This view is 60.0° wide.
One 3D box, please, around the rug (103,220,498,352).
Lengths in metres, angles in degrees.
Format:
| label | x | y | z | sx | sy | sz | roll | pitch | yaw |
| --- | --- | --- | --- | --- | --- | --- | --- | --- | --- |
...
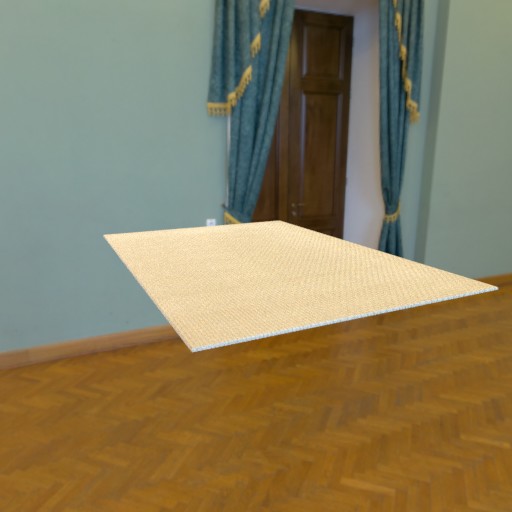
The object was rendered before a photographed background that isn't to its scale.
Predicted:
| label | x | y | z | sx | sy | sz | roll | pitch | yaw |
| --- | --- | --- | --- | --- | --- | --- | --- | --- | --- |
| rug | 0.000 | 0.000 | 2.716 | 1.509 | 0.013 | 2.144 | -7 | 15 | -25 |
